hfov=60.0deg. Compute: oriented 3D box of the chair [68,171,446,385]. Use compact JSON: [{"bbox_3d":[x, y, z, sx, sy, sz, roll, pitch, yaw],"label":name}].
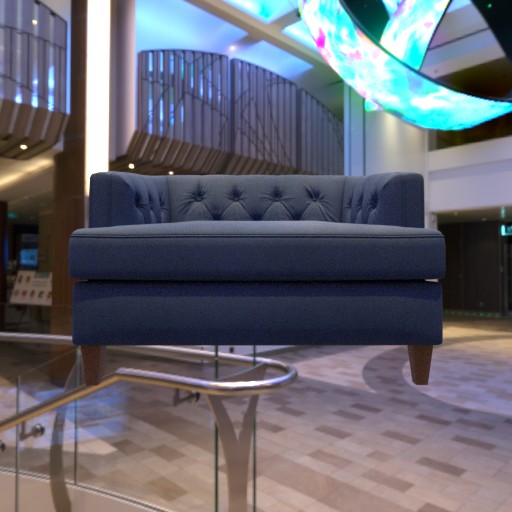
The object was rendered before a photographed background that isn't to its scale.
[{"bbox_3d":[0.000,0.000,1.722,1.118,0.787,0.914,0,-1,0],"label":"chair"}]
